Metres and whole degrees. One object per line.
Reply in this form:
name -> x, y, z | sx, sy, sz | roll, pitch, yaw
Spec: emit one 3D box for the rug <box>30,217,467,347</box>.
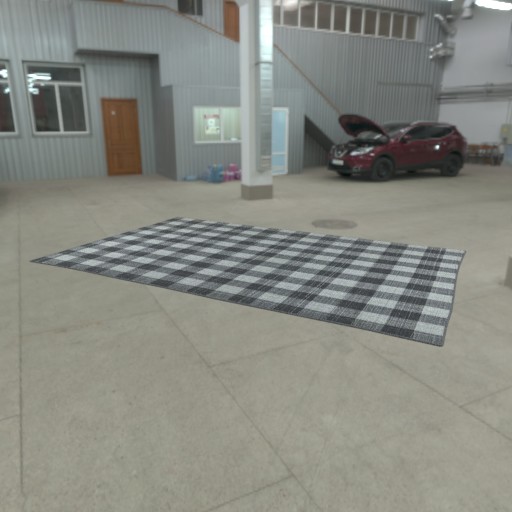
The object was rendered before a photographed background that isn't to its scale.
rug -> 0.000, 0.000, 2.952 | 2.476, 0.011, 1.554 | 9, 19, 26
